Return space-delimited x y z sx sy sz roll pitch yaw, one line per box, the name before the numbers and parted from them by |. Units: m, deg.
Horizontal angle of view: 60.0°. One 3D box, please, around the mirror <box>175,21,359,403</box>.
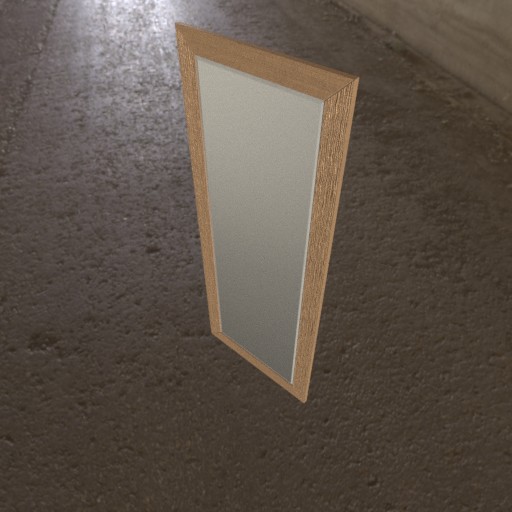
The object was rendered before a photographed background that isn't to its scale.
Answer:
mirror | 0.000 0.000 2.248 0.812 2.031 0.026 31 52 28
